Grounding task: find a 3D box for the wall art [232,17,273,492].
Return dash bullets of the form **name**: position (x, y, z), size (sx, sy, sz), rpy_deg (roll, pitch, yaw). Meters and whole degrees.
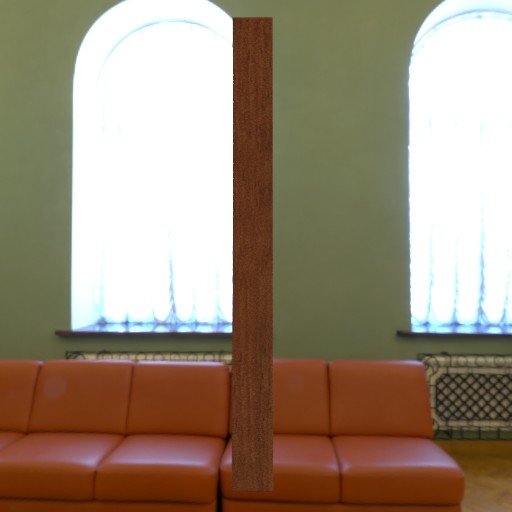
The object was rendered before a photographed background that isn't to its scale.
- **wall art**: position (0.000, 0.000, 0.609), size (0.039, 0.449, 0.377), rpy_deg (0, -1, 1)
